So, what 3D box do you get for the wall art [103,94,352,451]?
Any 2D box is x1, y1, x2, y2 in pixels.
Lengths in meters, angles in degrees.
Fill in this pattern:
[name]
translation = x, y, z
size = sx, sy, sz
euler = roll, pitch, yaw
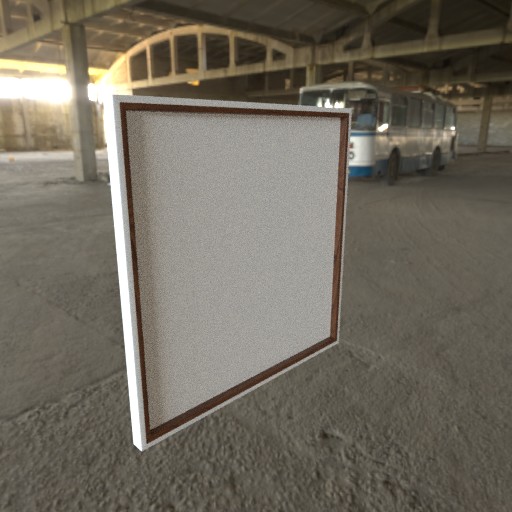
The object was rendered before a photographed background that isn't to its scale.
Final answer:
[wall art]
translation = 0.000, 0.000, 1.160
size = 0.757, 0.757, 0.037
euler = -15, 22, -43
